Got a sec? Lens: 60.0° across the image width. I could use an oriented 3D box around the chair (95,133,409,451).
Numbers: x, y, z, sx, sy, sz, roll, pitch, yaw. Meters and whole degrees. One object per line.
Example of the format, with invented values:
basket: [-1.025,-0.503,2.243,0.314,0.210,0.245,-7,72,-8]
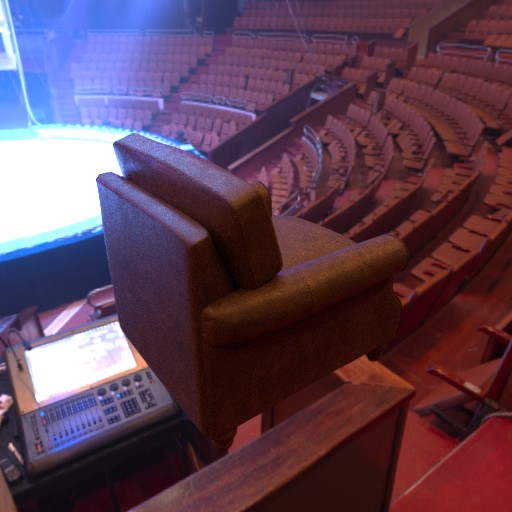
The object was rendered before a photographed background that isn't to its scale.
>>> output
chair: [0.000,0.000,1.831,1.002,0.976,0.996,-18,32,-32]
